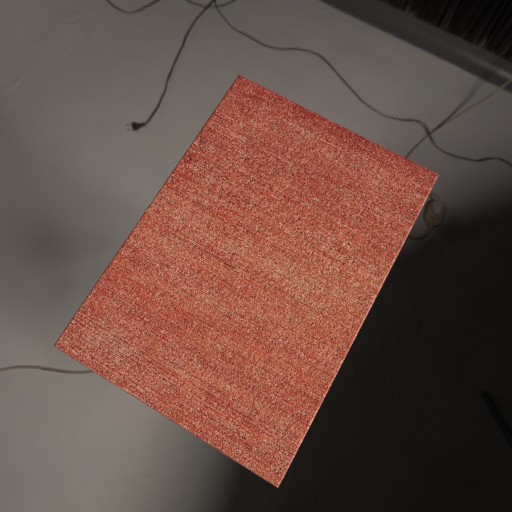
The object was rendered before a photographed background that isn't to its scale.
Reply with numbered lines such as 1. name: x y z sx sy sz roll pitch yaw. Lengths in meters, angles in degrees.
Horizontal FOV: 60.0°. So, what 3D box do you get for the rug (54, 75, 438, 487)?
1. rug: 0.000 0.000 5.086 2.803 0.025 3.965 29 77 7
